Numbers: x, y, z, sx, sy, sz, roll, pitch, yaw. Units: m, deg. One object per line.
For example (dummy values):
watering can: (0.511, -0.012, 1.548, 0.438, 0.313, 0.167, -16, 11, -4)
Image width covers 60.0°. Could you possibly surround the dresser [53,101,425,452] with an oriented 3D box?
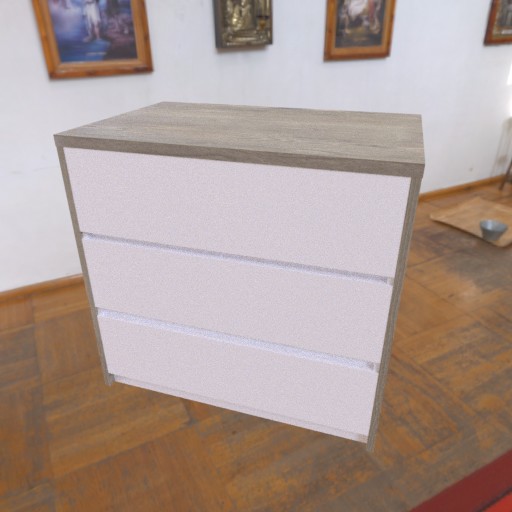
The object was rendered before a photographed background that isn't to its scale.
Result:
dresser: (0.000, 0.000, 1.308, 0.809, 0.762, 0.529, 8, 29, 16)
